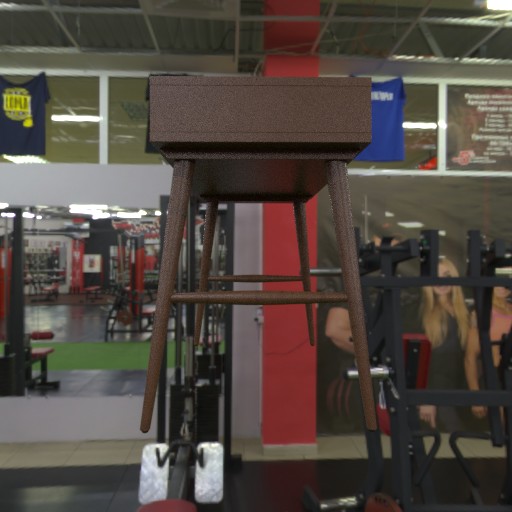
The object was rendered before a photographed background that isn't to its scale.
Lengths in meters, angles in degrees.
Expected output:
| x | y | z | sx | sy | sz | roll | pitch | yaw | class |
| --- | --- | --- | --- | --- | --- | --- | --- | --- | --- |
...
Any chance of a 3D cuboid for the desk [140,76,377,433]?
| x | y | z | sx | sy | sz | roll | pitch | yaw | class |
| --- | --- | --- | --- | --- | --- | --- | --- | --- | --- |
| 0.000 | 0.000 | 1.411 | 0.510 | 0.758 | 0.949 | 0 | 0 | -1 | desk |
